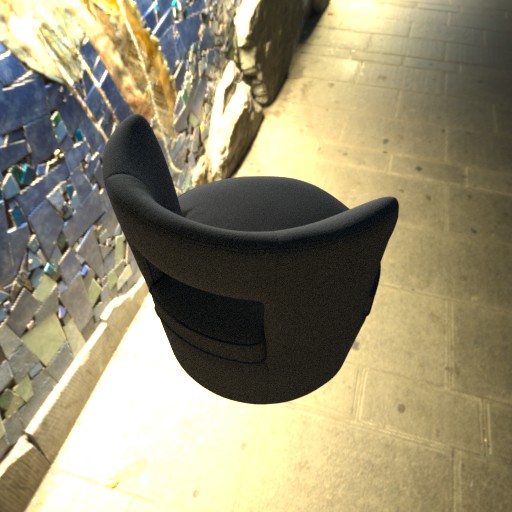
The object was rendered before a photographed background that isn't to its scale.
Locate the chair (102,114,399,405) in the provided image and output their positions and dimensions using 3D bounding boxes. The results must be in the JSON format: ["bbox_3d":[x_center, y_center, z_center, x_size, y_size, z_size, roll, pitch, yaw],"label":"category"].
[{"bbox_3d":[0.000,0.000,1.245,0.689,0.719,0.660,23,50,21],"label":"chair"}]
